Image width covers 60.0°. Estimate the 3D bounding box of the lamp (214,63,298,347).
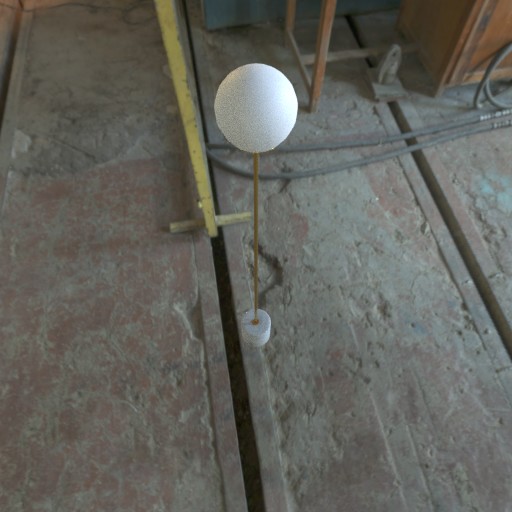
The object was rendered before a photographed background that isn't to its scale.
[{"bbox_3d":[0.000,0.000,1.848,0.224,1.753,0.224,31,64,17],"label":"lamp"}]
